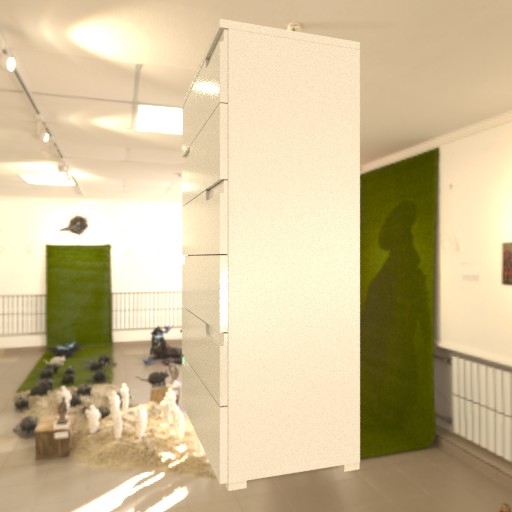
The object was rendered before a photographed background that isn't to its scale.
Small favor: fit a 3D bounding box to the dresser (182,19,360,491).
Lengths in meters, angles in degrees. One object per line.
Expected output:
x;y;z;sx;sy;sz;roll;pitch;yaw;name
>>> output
0.000;0.000;1.482;0.400;1.190;0.650;0;0;-18;dresser
